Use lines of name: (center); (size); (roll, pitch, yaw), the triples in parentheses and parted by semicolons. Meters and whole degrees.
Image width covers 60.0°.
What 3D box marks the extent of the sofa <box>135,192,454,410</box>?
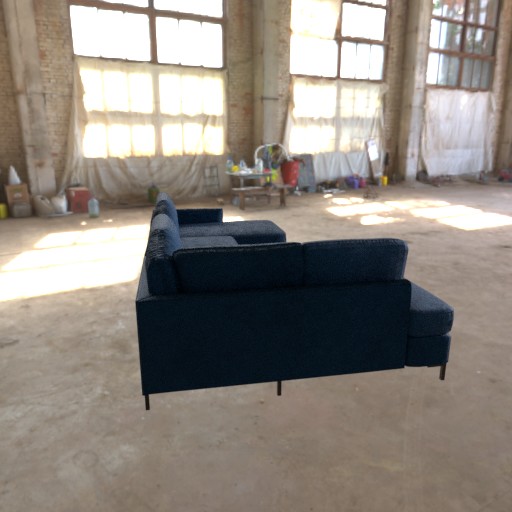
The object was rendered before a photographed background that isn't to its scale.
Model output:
sofa: (0.000, 0.000, 4.359); (2.055, 0.992, 3.434); (-3, 15, -11)
